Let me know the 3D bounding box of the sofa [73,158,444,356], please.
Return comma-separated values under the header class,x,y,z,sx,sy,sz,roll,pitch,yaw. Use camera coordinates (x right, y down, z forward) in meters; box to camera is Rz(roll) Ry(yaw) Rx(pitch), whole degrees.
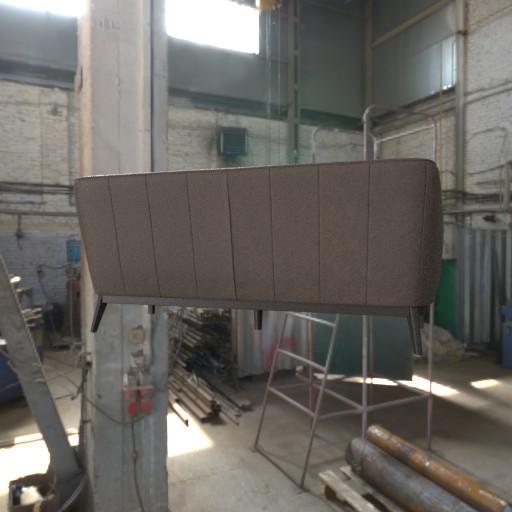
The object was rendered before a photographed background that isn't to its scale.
class,x,y,z,sx,sy,sz,roll,pitch,yaw
sofa,0.000,0.000,2.422,1.928,0.831,0.869,0,1,18
